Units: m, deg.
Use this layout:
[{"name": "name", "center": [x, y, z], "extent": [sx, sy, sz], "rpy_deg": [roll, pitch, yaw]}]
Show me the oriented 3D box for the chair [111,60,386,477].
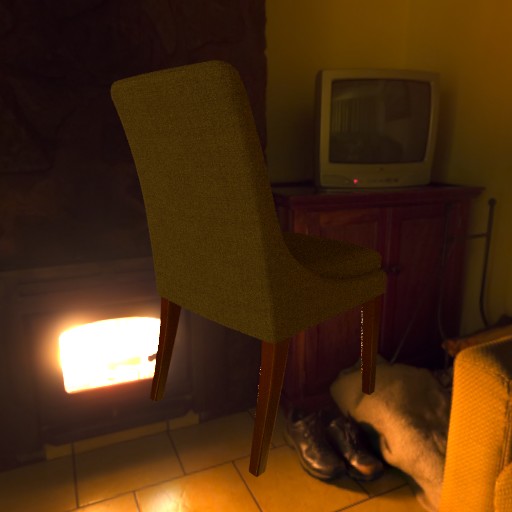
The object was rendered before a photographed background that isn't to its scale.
[{"name": "chair", "center": [0.000, 0.000, 1.306], "extent": [0.655, 0.952, 0.508], "rpy_deg": [-13, 19, -43]}]
